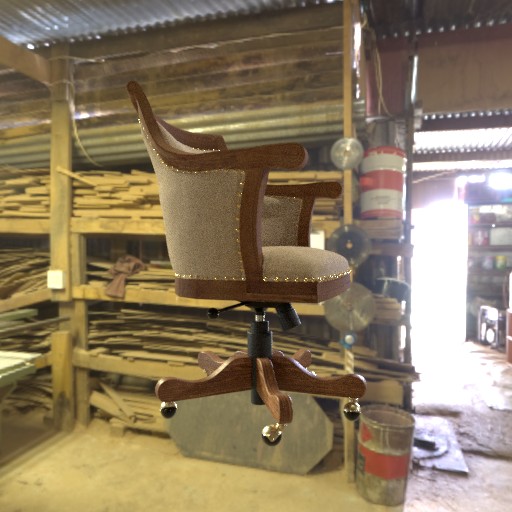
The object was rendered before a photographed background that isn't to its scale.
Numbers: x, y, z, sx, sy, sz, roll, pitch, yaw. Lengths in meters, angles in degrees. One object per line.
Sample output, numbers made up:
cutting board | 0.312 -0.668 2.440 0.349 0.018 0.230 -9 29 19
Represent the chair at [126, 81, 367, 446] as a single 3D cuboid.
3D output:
chair | 0.000 0.000 1.419 0.689 0.965 0.656 0 0 19
